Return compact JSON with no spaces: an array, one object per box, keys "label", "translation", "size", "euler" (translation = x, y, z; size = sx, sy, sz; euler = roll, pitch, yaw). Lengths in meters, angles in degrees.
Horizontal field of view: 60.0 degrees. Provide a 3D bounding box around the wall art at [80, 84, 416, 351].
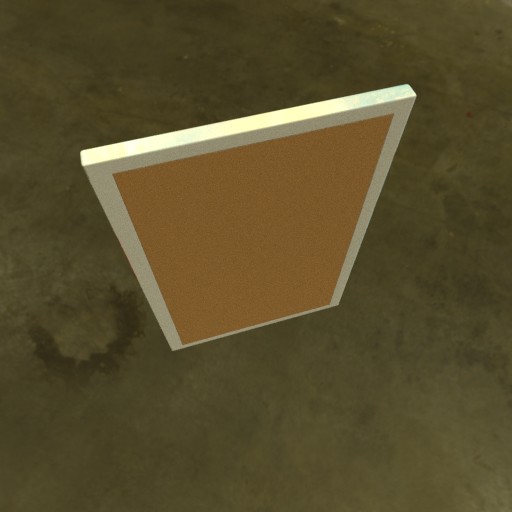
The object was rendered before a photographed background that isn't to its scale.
[{"label":"wall art","translation":[0.000,0.000,1.167],"size":[0.605,0.915,0.037],"euler":[-14,60,-8]}]
